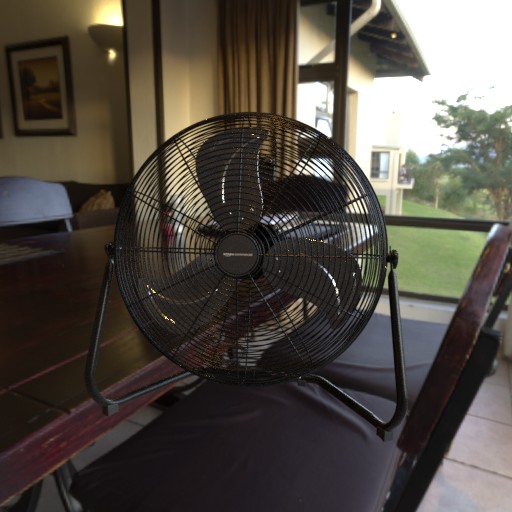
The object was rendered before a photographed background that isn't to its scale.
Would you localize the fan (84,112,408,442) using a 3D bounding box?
[{"bbox_3d":[0.000,0.000,0.907,0.555,0.546,0.424,2,13,8],"label":"fan"}]
